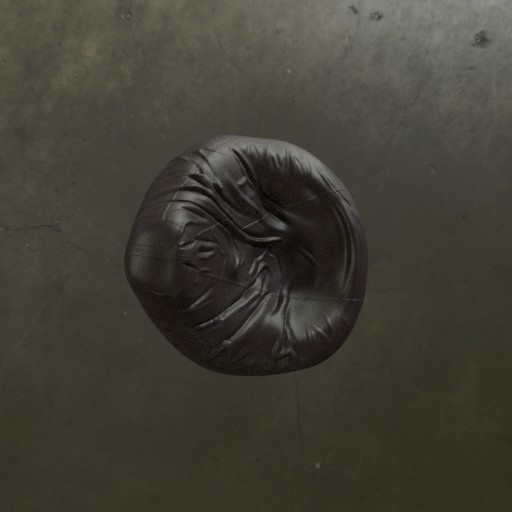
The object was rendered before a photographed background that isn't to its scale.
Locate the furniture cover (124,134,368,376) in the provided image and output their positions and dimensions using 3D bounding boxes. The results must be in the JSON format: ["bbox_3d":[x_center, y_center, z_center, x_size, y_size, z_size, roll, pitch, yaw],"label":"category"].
[{"bbox_3d":[0.000,0.000,1.887,1.070,0.990,1.070,0,91,0],"label":"furniture cover"}]
